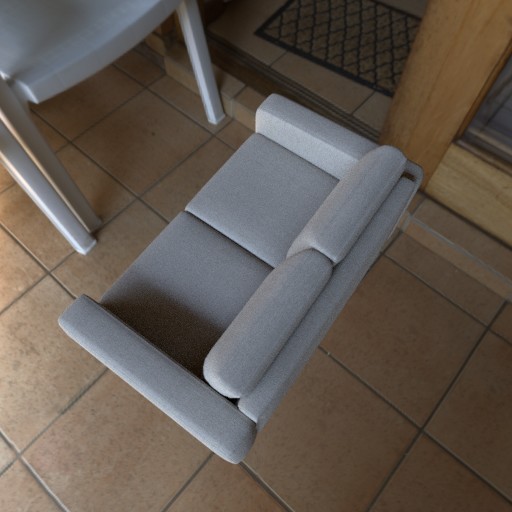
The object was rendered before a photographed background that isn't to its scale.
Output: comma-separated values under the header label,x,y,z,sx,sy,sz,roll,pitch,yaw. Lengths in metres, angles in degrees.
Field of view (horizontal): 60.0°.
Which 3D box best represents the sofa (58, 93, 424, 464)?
label,x,y,z,sx,sy,sz,roll,pitch,yaw
sofa,0.000,0.000,2.057,0.900,0.800,1.540,32,68,15
